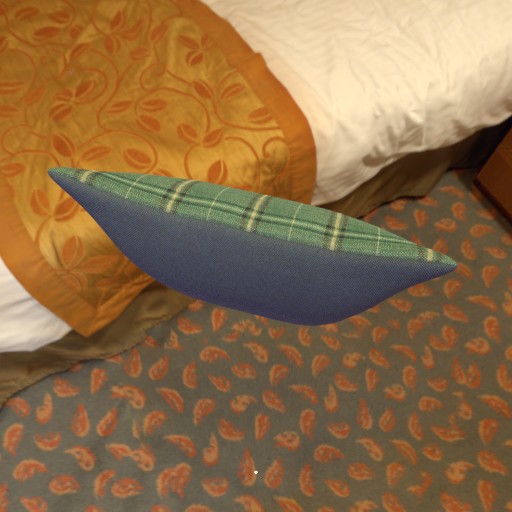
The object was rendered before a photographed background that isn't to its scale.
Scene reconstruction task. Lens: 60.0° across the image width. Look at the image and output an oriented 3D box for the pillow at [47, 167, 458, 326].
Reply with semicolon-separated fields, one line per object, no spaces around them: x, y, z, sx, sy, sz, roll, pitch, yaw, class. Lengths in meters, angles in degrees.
0.000;0.000;0.685;0.453;0.430;0.200;14;65;6;pillow
